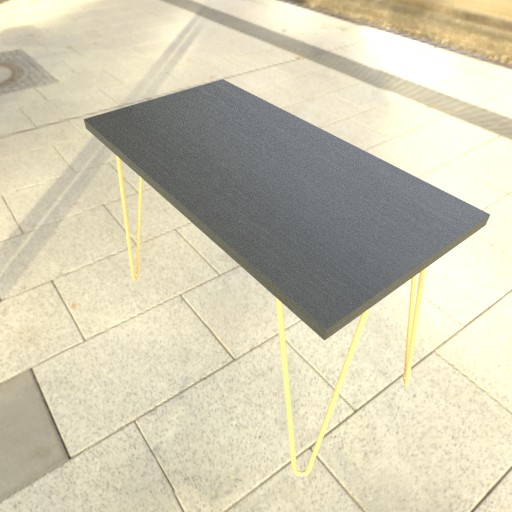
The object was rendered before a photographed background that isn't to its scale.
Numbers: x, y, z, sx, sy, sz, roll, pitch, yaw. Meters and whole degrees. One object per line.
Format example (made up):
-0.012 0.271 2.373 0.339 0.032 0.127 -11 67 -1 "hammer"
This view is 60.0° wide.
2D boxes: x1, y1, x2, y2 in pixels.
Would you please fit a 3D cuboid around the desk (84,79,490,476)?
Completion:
0.000 0.000 1.345 0.499 0.660 0.991 -28 49 -28 "desk"
